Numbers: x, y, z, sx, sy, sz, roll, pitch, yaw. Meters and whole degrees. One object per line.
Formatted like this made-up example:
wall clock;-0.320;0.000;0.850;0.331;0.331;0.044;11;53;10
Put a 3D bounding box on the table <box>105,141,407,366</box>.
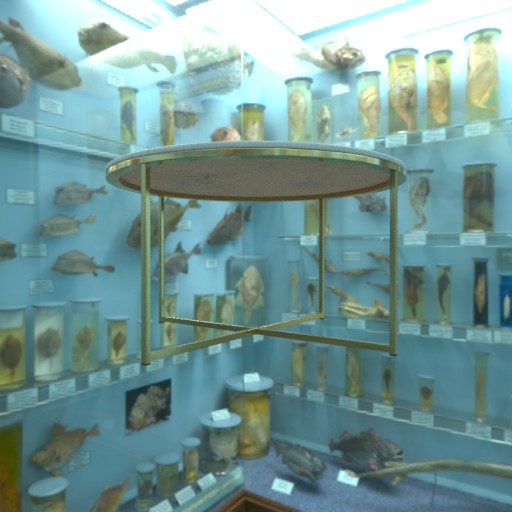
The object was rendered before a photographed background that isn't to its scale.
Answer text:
table;0.000;0.000;1.242;0.800;0.450;0.800;0;1;0
